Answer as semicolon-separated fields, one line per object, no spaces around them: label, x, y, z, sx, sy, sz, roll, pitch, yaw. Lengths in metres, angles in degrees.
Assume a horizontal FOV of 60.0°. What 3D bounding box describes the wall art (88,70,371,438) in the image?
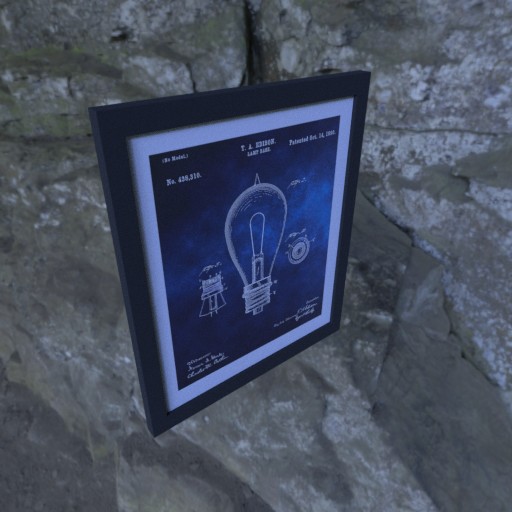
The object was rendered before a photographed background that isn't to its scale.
wall art;0.000;0.000;0.696;0.428;0.505;0.023;-22;37;-32
